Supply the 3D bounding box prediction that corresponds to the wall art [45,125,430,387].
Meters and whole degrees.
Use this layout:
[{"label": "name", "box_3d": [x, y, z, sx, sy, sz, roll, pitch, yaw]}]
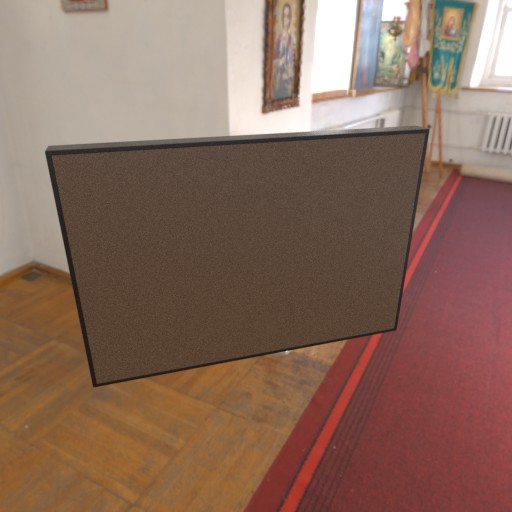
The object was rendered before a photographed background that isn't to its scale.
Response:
[{"label": "wall art", "box_3d": [0.000, 0.000, 1.210, 0.939, 0.640, 0.058, -7, 27, -15]}]
